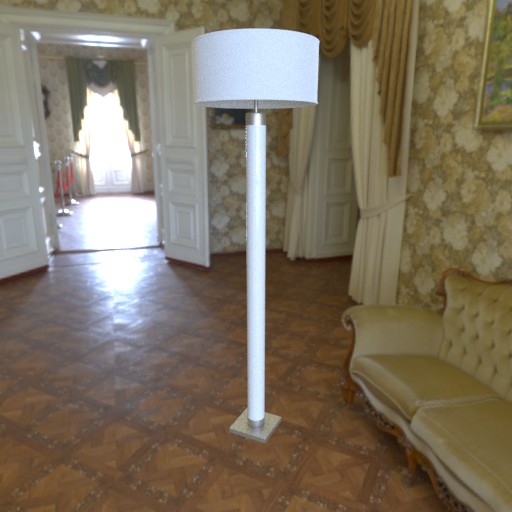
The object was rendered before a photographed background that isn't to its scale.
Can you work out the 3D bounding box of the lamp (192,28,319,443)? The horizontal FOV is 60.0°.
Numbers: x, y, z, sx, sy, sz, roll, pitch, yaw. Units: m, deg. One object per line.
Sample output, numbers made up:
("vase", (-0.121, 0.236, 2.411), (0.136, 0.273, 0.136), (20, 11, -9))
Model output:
("lamp", (0.000, 0.000, 1.657), (0.420, 1.475, 0.420), (7, 16, 25))
